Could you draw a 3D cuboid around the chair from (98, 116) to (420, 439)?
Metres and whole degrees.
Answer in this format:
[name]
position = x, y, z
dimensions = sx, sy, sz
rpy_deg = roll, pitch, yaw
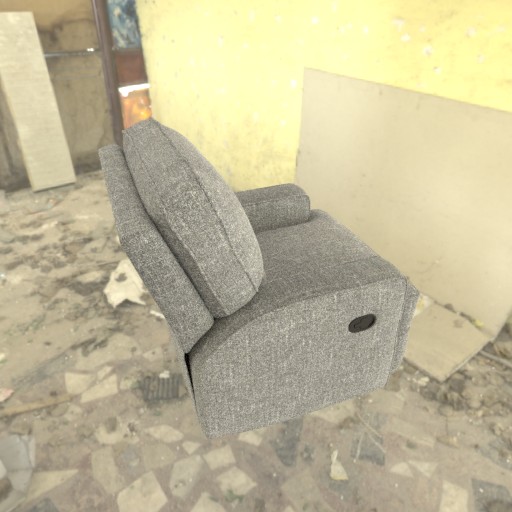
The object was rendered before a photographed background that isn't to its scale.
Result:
[chair]
position = 0.000, 0.000, 1.662
dimensions = 0.964, 0.962, 0.861
rpy_deg = -11, 33, -18
